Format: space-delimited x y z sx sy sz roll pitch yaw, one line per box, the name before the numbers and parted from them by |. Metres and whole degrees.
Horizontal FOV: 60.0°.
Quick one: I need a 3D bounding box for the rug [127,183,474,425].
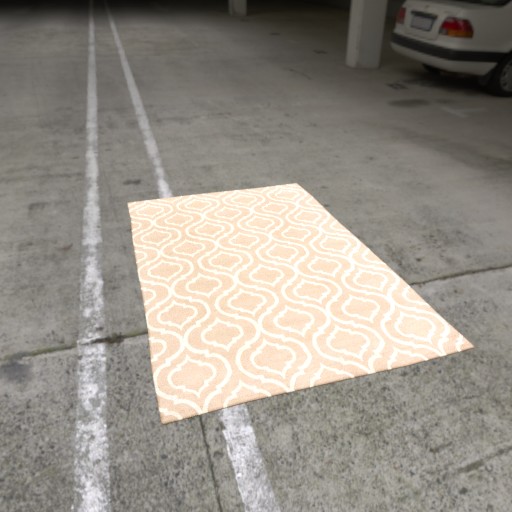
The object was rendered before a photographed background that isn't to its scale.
rug | 0.000 0.000 2.200 1.152 0.013 1.761 -9 31 -15
